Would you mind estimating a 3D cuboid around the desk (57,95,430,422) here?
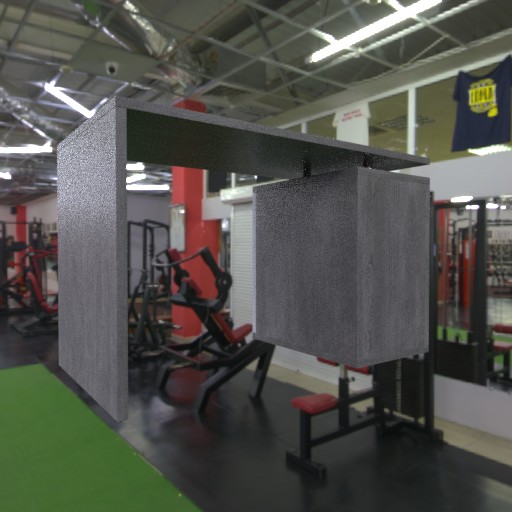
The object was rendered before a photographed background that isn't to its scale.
[{"bbox_3d":[0.000,0.000,1.588,1.200,0.740,0.600,-1,1,-36],"label":"desk"}]
